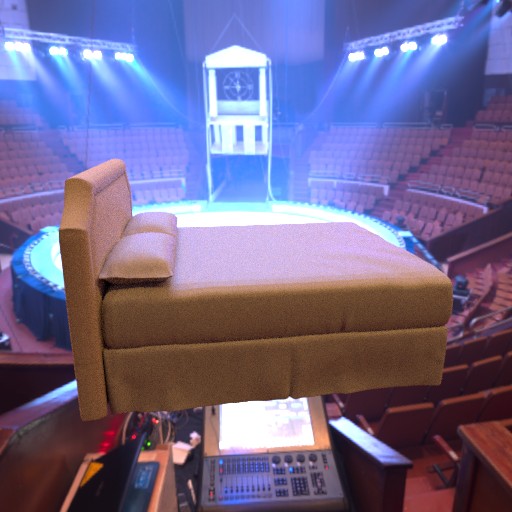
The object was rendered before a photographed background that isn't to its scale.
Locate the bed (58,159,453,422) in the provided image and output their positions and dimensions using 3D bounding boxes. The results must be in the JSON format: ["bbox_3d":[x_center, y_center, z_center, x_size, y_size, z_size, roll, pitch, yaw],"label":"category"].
[{"bbox_3d":[0.000,0.000,3.184,2.164,1.297,1.828,-2,17,-8],"label":"bed"}]
